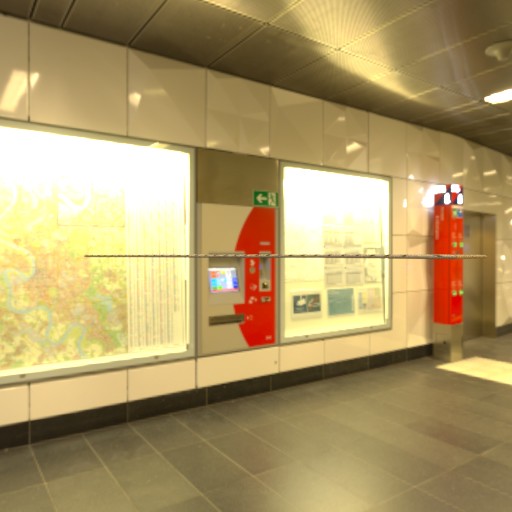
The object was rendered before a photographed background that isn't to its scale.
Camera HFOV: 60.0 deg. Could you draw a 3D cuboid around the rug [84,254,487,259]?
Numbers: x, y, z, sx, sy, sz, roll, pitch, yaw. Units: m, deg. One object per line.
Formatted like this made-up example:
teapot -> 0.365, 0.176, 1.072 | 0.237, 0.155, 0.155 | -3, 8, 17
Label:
rug -> 0.000, 0.000, 2.721 | 2.439, 0.020, 0.773 | 0, 0, 36
